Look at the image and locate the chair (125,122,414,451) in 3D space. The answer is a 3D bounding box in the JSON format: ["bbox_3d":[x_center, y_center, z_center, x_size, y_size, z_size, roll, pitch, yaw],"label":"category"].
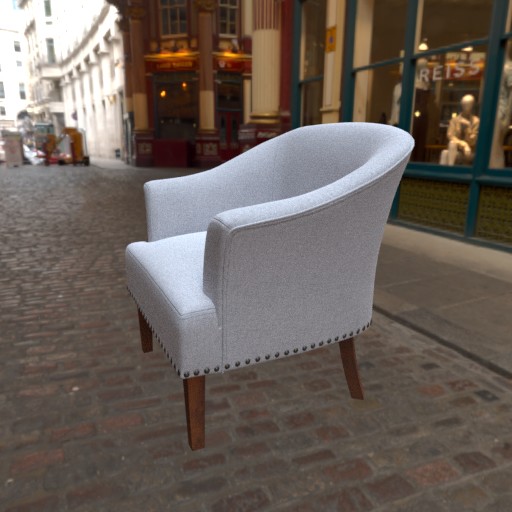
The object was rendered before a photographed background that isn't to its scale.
[{"bbox_3d":[0.000,0.000,1.399,0.704,0.815,0.798,-7,17,-25],"label":"chair"}]
